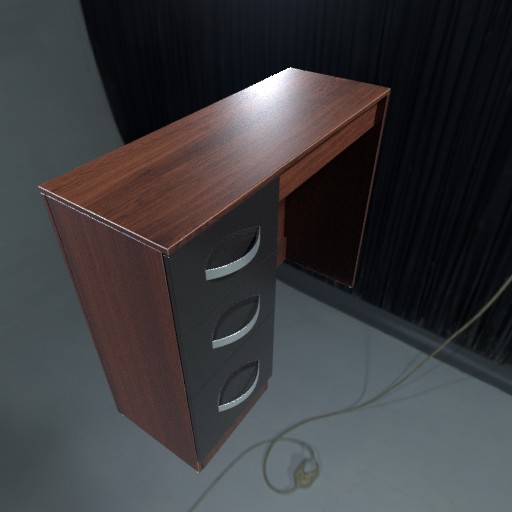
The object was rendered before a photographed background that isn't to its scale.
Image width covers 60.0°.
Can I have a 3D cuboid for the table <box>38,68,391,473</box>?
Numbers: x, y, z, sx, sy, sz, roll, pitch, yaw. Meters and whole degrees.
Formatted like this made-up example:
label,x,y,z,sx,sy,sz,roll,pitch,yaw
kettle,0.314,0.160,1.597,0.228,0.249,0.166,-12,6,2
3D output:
label,x,y,z,sx,sy,sz,roll,pitch,yaw
table,0.000,0.000,1.318,0.380,0.790,0.930,24,45,27
